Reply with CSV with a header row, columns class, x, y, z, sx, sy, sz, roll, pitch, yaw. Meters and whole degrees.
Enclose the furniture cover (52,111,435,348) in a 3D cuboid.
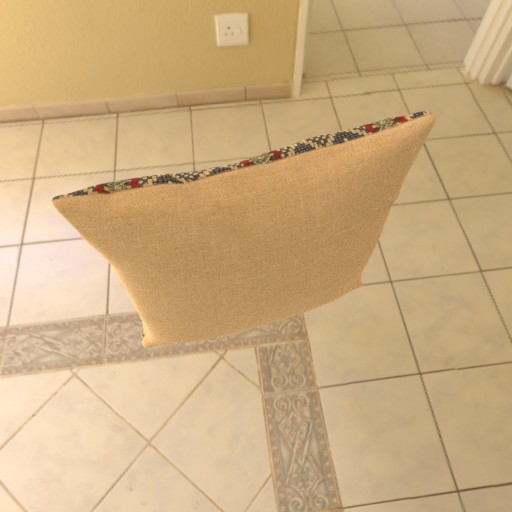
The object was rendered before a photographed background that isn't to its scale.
class,x,y,z,sx,sy,sz,roll,pitch,yaw
furniture cover,0.000,0.000,0.659,0.431,0.431,0.139,-15,61,-8
